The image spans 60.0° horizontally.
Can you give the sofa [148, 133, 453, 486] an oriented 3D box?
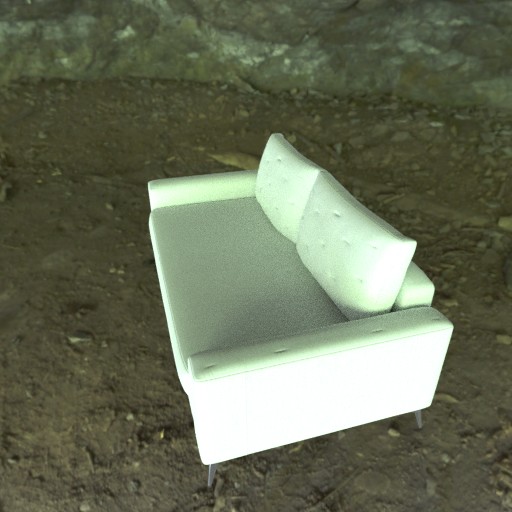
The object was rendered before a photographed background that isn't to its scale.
[{"bbox_3d":[0.000,0.000,2.106,0.920,0.790,1.650,-9,32,-14],"label":"sofa"}]
